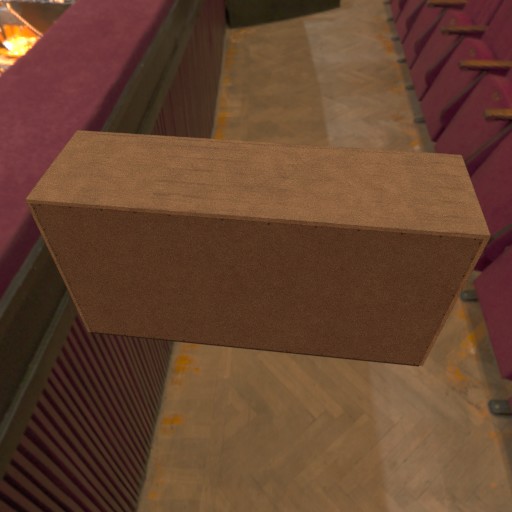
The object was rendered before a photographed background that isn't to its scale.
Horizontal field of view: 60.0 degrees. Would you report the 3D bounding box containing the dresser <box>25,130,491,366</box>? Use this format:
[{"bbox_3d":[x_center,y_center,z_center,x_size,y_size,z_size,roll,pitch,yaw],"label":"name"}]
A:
[{"bbox_3d":[0.000,0.000,2.022,1.628,0.889,0.483,5,46,5],"label":"dresser"}]
